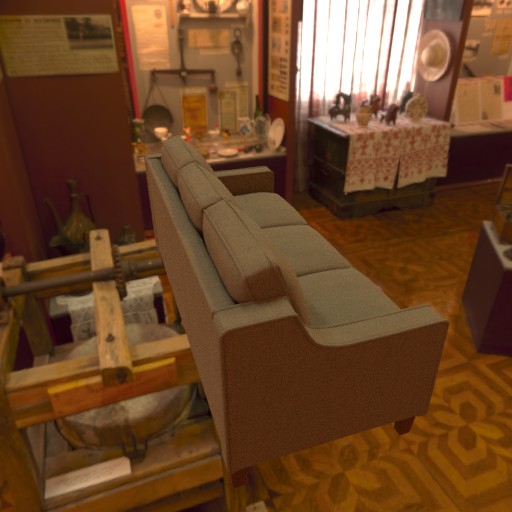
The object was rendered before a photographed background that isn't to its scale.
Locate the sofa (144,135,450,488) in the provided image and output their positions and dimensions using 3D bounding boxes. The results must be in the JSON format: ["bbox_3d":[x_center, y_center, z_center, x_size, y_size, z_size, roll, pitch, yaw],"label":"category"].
[{"bbox_3d":[0.000,0.000,2.438,0.911,0.974,1.986,-9,30,-16],"label":"sofa"}]
